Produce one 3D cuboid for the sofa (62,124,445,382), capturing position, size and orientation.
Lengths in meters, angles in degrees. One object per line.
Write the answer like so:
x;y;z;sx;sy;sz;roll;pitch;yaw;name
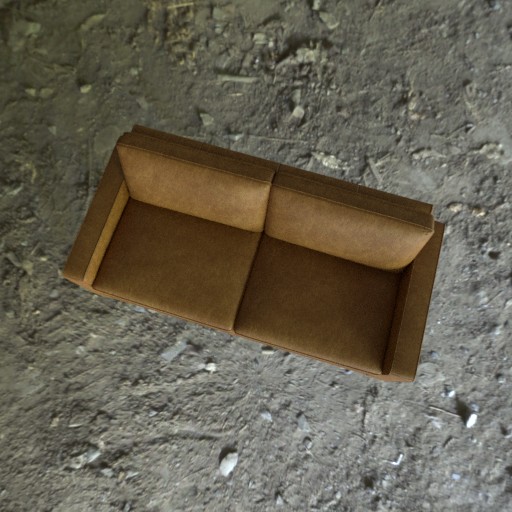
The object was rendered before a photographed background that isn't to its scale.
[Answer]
0.000;0.000;2.755;2.156;0.928;0.991;16;75;4;sofa
